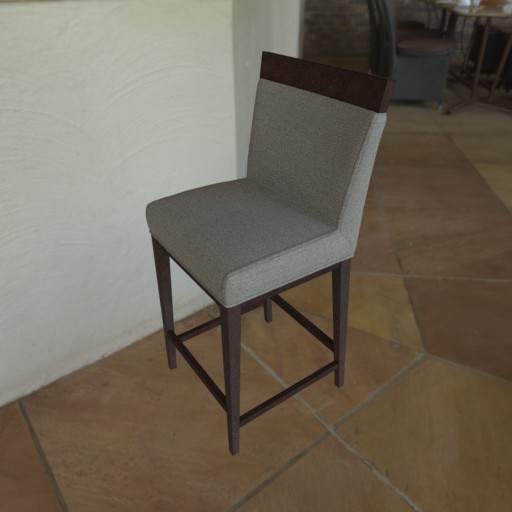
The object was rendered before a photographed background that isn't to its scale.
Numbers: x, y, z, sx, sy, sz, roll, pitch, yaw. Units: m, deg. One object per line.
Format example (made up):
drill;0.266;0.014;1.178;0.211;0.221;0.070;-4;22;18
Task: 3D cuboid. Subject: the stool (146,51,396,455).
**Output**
stool;0.000;0.000;1.430;0.531;1.117;0.511;-21;39;-29
